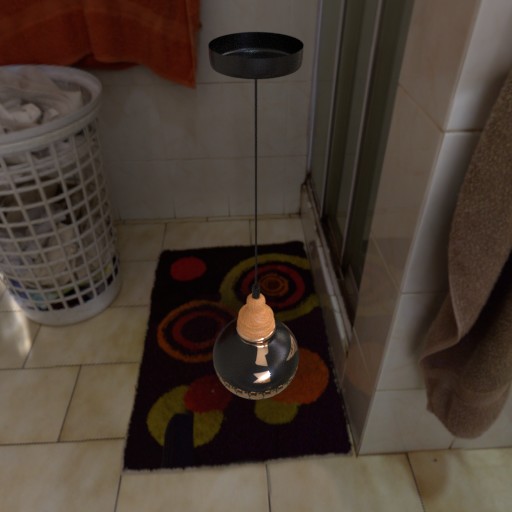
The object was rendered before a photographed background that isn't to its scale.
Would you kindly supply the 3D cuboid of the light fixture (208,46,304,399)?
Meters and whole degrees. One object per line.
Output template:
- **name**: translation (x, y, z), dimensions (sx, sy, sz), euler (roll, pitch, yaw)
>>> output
- **light fixture**: translation (0.000, 0.000, 1.802), dimensions (0.430, 1.606, 0.430), euler (-1, 40, -1)
